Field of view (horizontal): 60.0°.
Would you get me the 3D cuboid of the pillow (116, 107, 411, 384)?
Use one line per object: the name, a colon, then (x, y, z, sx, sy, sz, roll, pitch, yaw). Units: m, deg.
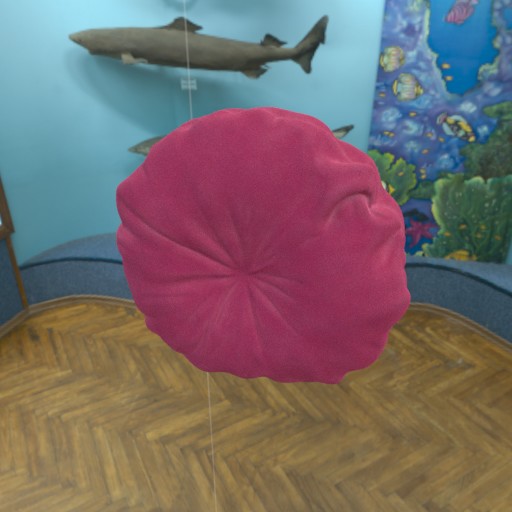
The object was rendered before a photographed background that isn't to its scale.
pillow: (0.000, 0.000, 0.636, 0.428, 0.407, 0.148, 8, 28, 15)
